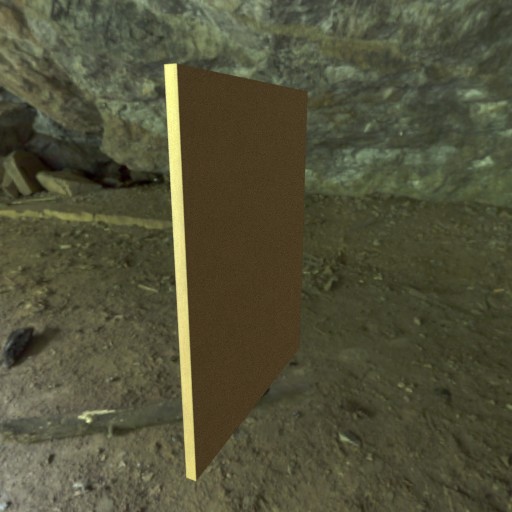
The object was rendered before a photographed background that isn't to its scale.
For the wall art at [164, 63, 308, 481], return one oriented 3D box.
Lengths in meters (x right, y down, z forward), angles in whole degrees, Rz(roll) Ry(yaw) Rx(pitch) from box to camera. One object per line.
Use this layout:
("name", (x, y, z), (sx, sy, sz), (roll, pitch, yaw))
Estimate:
("wall art", (0.000, 0.000, 1.362), (0.030, 1.002, 0.798), (7, 18, 24))
